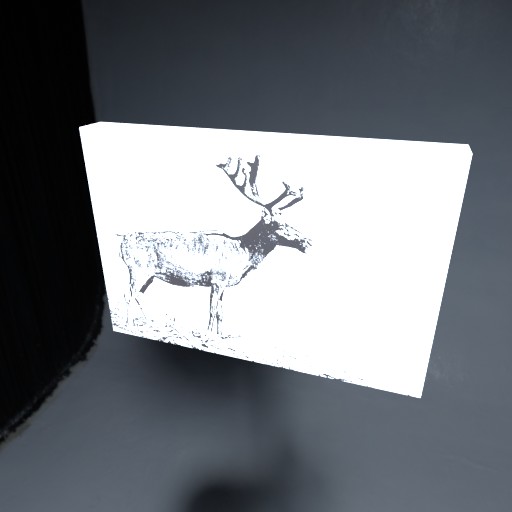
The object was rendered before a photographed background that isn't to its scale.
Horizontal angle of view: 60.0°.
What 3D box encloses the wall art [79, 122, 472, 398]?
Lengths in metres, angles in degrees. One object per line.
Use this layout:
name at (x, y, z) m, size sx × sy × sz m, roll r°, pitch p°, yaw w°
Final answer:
wall art at (0.000, 0.000, 0.484) m, size 0.381 × 0.259 × 0.038 m, roll 8°, pitch 27°, yaw 17°
